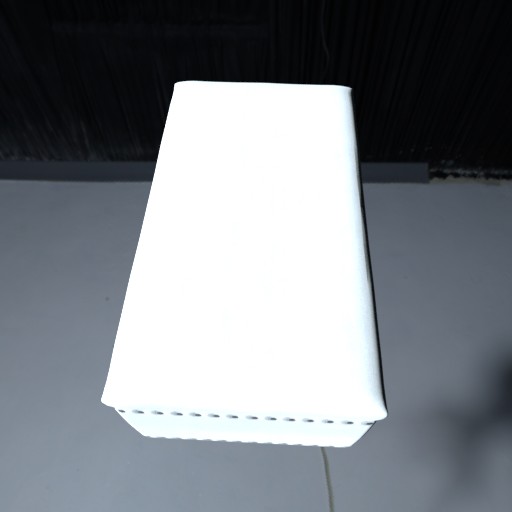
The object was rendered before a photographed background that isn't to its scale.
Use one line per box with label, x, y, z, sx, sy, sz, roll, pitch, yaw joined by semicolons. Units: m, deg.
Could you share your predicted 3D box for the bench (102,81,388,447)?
bench;0.000;0.000;1.164;0.500;0.449;0.887;2;57;2
